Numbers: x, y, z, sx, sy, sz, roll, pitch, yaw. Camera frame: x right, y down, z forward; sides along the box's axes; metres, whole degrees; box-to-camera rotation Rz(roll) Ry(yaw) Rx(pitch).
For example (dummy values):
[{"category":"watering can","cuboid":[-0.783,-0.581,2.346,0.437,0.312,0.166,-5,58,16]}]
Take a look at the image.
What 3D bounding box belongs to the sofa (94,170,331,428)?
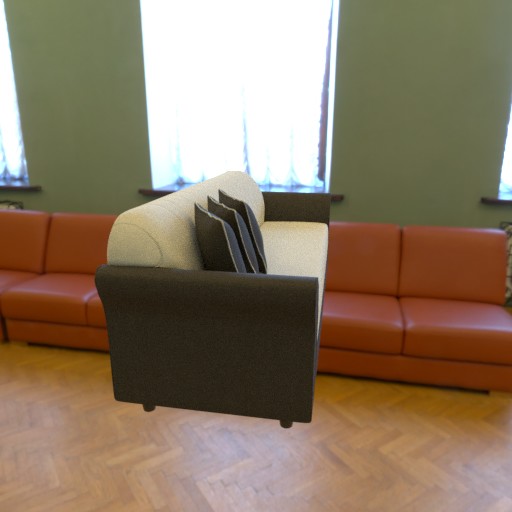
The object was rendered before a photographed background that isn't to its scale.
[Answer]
[{"category":"sofa","cuboid":[0.000,0.000,2.431,0.755,0.787,2.001,3,17,10]}]
